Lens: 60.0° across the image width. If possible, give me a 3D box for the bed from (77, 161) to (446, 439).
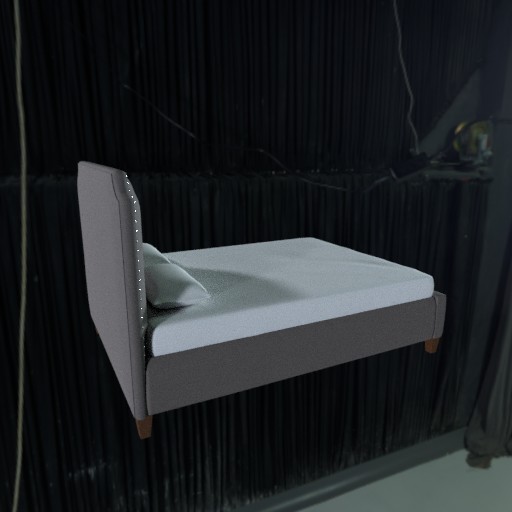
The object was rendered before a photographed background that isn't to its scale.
[{"bbox_3d":[0.000,0.000,3.451,2.372,1.443,1.713,-7,16,-27],"label":"bed"}]
